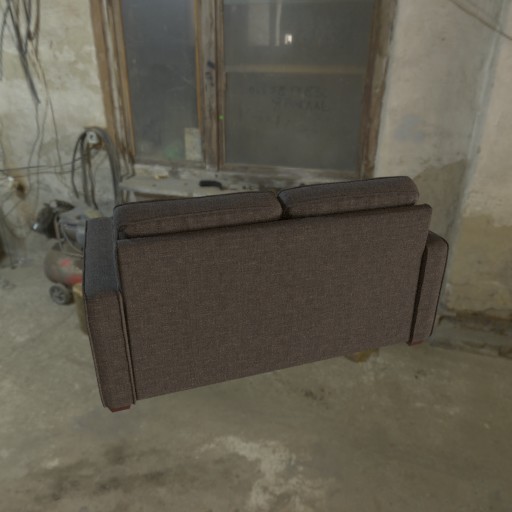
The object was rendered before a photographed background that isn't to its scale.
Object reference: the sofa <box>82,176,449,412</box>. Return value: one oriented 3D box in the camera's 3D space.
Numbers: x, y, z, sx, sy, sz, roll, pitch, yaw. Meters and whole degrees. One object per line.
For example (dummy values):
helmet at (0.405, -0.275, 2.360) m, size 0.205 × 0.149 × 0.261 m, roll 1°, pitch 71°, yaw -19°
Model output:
sofa at (0.000, 0.000, 2.362) m, size 1.709 × 0.918 × 0.947 m, roll -8°, pitch 26°, yaw -16°
